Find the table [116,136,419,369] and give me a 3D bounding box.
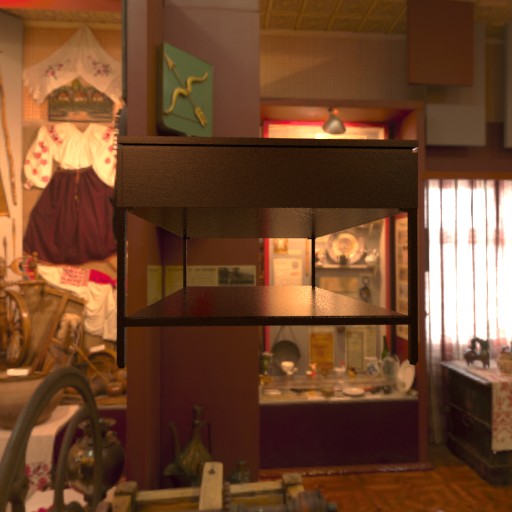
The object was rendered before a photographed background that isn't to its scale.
[{"bbox_3d":[0.000,0.000,1.384,0.574,0.435,1.095,0,-1,-3],"label":"table"}]
